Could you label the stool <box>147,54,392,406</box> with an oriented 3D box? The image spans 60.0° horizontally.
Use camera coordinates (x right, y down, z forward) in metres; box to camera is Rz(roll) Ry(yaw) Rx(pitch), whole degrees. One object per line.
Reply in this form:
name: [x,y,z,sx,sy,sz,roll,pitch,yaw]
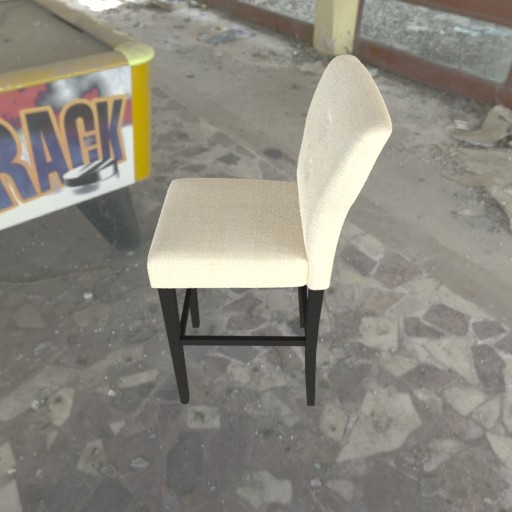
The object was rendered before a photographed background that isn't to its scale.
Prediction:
stool: [0.000,0.000,1.454,0.603,1.124,0.516,0,40,0]
